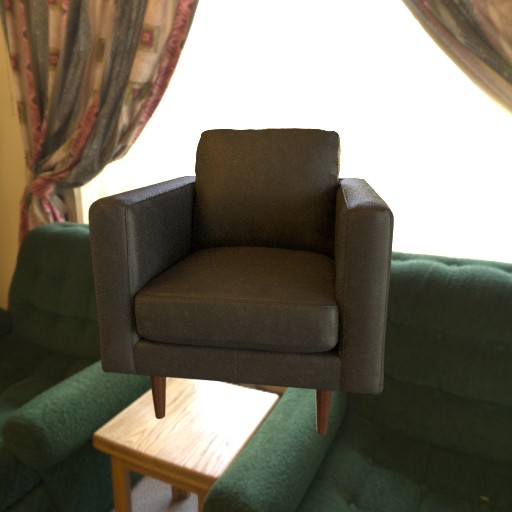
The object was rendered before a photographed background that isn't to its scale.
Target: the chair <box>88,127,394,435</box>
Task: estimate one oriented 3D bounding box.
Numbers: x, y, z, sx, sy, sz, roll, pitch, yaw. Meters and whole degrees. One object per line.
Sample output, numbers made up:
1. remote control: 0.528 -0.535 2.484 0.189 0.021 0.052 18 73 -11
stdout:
1. chair: 0.000 0.000 1.587 0.831 0.898 0.879 2 15 8
